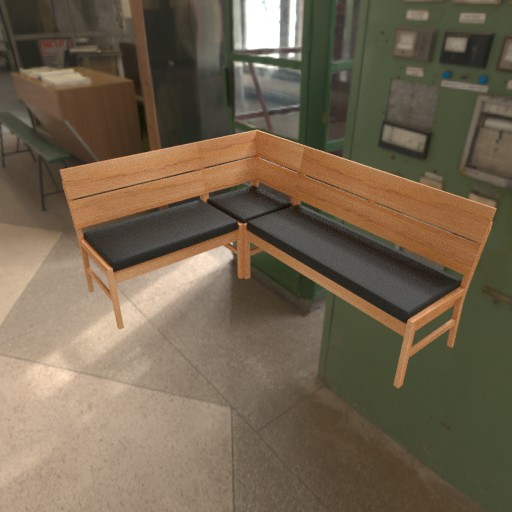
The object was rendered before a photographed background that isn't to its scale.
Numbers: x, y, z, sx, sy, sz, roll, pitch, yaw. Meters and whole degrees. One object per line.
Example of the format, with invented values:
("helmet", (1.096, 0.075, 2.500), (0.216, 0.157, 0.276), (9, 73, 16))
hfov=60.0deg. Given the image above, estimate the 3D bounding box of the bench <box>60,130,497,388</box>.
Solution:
("bench", (0.000, 0.000, 2.693), (1.548, 0.890, 1.948), (-22, 36, -32))
